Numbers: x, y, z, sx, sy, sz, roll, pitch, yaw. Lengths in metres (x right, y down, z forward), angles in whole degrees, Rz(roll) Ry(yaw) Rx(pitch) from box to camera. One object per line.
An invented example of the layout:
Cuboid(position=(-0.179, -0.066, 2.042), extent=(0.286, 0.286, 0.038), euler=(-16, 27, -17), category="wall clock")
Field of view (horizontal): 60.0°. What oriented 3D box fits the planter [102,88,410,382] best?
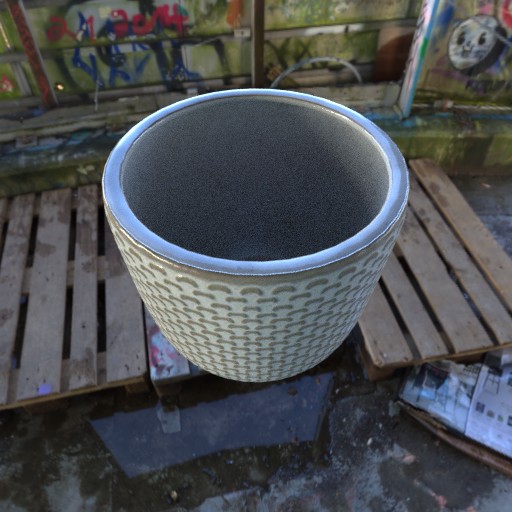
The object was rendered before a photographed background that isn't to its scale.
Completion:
Cuboid(position=(0.000, 0.000, 0.309), extent=(0.173, 0.160, 0.173), euler=(0, 48, 0), category="planter")
